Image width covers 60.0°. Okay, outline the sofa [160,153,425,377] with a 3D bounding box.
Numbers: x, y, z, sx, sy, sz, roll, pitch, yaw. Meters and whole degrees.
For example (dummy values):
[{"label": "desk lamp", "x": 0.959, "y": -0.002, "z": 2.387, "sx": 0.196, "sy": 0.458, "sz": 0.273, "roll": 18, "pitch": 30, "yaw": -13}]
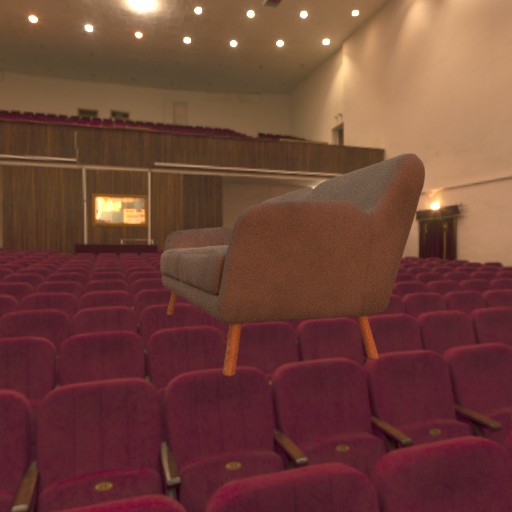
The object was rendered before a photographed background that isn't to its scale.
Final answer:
[{"label": "sofa", "x": 0.000, "y": 0.000, "z": 2.373, "sx": 0.850, "sy": 0.810, "sz": 1.870, "roll": 0, "pitch": 0, "yaw": -18}]
